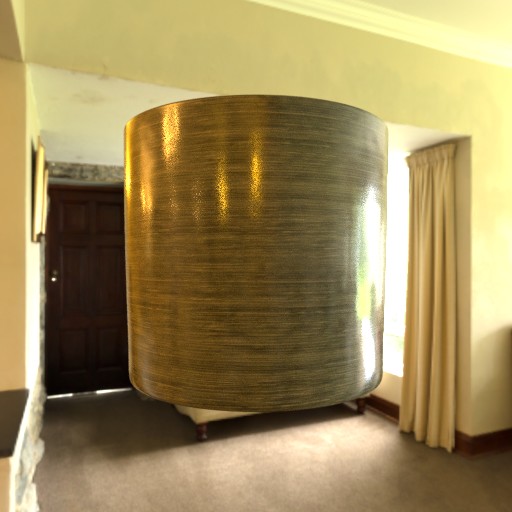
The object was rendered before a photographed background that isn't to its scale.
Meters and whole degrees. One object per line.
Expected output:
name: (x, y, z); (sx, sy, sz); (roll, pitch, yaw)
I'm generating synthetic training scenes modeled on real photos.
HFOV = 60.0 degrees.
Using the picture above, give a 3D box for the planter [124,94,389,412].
planter: (0.000, 0.000, 0.386); (0.221, 0.201, 0.221); (0, 0, 0)
